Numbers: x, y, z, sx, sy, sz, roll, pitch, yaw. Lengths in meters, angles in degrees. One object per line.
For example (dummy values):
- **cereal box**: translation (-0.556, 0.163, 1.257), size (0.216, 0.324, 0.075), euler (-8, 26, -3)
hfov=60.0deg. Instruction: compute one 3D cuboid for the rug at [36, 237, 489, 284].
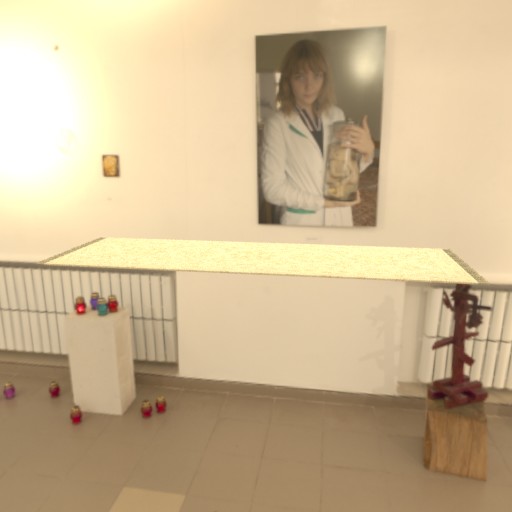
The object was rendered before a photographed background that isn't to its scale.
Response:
- **rug**: translation (0.000, 0.000, 2.840), size (2.544, 0.015, 0.795), euler (2, 14, 9)
